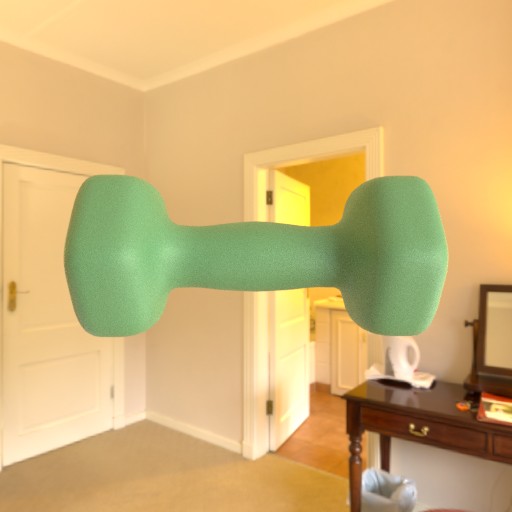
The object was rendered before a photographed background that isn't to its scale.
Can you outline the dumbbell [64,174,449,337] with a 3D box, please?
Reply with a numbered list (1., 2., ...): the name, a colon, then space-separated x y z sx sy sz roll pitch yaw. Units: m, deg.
1. dumbbell: 0.000 0.000 0.330 0.257 0.114 0.126 0 0 0
